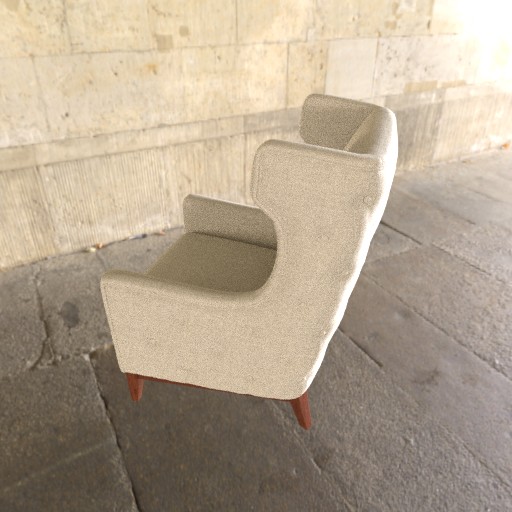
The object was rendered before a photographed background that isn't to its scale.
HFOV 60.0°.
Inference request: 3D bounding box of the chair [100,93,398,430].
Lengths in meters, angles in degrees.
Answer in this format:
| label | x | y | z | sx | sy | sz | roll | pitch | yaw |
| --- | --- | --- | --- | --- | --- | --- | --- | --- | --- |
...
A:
| label | x | y | z | sx | sy | sz | roll | pitch | yaw |
| --- | --- | --- | --- | --- | --- | --- | --- | --- | --- |
| chair | 0.000 | 0.000 | 1.680 | 0.899 | 1.079 | 0.778 | 8 | 31 | 14 |
